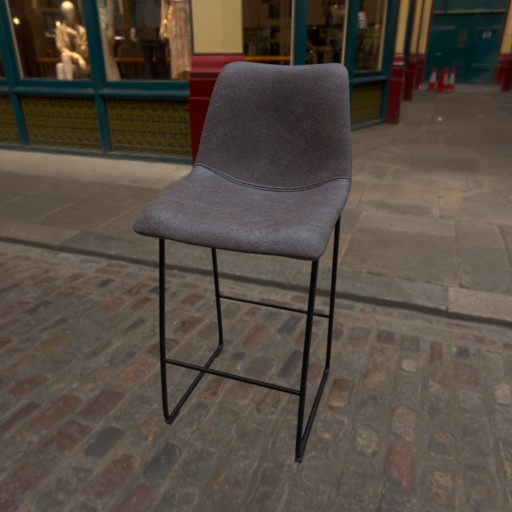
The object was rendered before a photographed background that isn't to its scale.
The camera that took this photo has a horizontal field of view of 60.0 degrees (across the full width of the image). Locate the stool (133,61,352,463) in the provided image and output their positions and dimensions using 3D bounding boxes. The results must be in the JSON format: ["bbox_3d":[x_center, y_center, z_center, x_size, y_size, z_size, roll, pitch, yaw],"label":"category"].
[{"bbox_3d":[0.000,0.000,1.367,0.514,1.082,0.561,9,27,18],"label":"stool"}]
